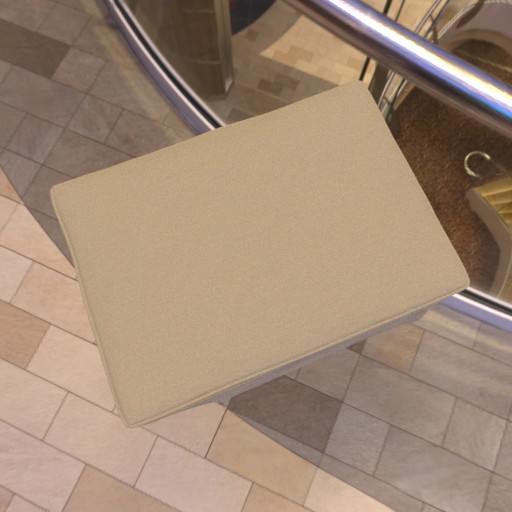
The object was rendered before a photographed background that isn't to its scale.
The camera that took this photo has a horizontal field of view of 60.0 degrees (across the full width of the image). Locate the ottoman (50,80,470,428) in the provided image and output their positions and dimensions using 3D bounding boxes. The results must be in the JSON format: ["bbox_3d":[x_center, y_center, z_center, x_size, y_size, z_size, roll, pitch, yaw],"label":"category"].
[{"bbox_3d":[0.000,0.000,1.303,0.944,0.479,0.703,-21,76,-6],"label":"ottoman"}]
